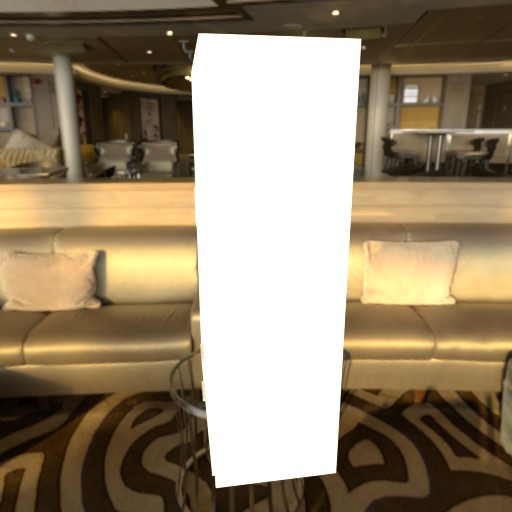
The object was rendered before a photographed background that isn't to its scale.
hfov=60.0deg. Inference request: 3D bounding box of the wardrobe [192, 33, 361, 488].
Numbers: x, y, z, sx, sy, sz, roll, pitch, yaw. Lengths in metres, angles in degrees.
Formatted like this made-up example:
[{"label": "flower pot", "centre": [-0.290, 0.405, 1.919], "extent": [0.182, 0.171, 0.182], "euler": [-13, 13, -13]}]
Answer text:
[{"label": "wardrobe", "centre": [0.000, 0.000, 2.204], "extent": [0.577, 1.808, 0.991], "euler": [-3, 16, -9]}]
